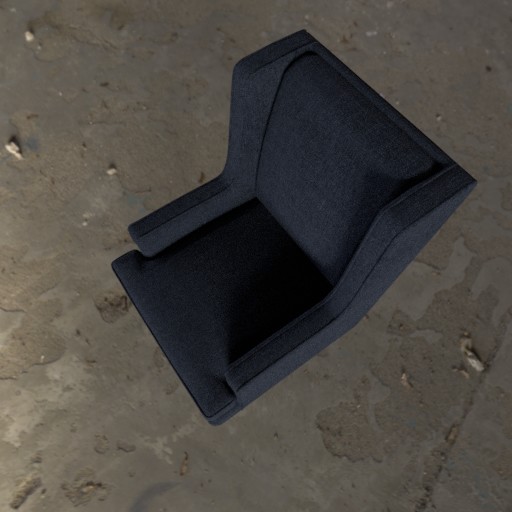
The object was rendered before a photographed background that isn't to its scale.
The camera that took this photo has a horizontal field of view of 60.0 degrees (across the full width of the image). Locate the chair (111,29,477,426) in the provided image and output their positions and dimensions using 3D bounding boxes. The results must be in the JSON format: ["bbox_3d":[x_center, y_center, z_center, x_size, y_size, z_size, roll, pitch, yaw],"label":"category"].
[{"bbox_3d":[0.000,0.000,1.670,0.947,1.072,0.764,-32,68,-15],"label":"chair"}]
